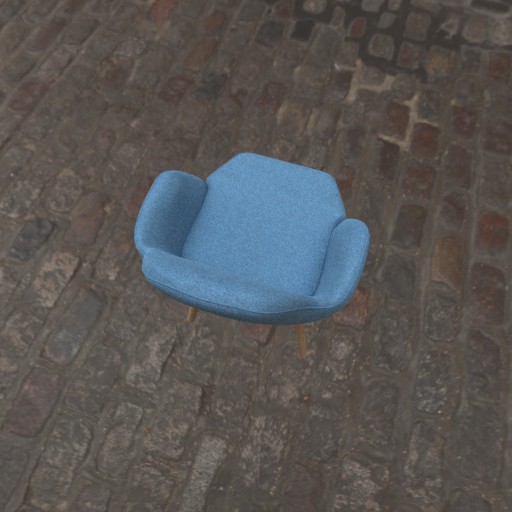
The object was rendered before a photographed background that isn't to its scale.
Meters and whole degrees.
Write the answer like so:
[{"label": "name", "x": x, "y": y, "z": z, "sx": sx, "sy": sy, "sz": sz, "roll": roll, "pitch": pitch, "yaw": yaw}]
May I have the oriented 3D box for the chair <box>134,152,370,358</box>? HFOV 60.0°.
[{"label": "chair", "x": 0.000, "y": 0.000, "z": 1.341, "sx": 0.589, "sy": 0.920, "sz": 0.666, "roll": 16, "pitch": 65, "yaw": 8}]
